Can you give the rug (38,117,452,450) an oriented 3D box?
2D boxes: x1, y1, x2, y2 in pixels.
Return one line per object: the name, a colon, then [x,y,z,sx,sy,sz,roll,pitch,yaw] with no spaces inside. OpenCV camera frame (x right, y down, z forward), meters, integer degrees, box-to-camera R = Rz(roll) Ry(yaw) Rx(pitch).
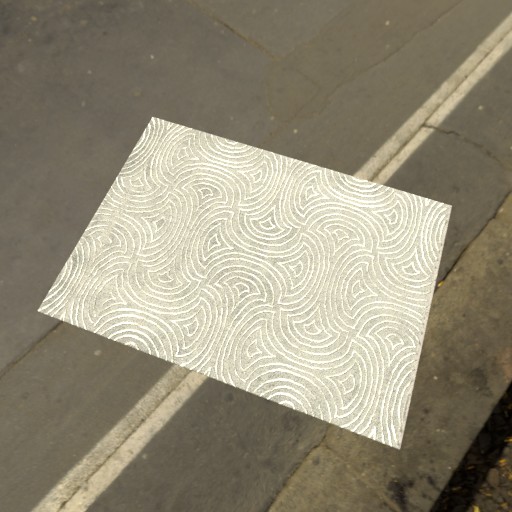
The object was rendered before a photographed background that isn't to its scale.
rug: [0.000,0.000,2.728,2.144,0.015,1.543,18,67,8]
